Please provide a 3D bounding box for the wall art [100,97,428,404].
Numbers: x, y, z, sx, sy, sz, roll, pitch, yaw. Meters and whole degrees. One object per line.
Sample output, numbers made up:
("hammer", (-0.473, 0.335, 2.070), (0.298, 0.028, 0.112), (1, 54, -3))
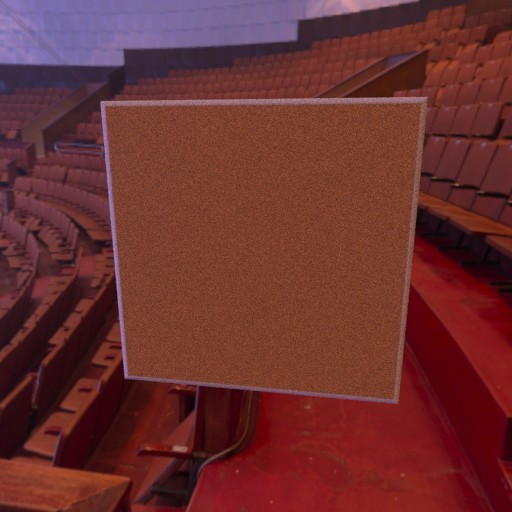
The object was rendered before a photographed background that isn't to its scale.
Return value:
("wall art", (0.000, 0.000, 1.149), (0.768, 0.765, 0.041), (3, 16, 9))
